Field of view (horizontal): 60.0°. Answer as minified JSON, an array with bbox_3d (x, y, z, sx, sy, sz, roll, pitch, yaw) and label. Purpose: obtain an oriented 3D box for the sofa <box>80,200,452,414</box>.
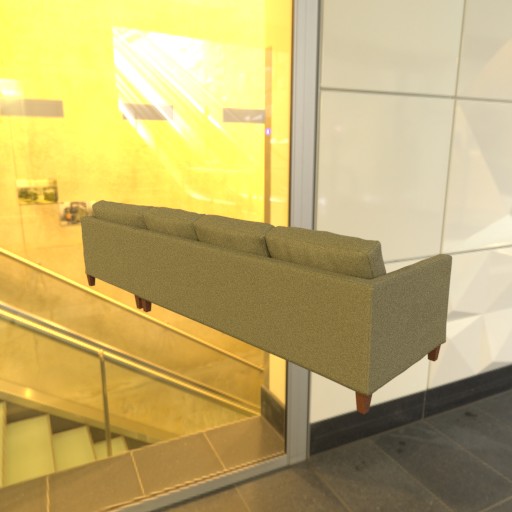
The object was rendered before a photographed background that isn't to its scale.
[{"bbox_3d":[0.000,0.000,3.747,1.625,0.861,3.186,-13,18,-43],"label":"sofa"}]
